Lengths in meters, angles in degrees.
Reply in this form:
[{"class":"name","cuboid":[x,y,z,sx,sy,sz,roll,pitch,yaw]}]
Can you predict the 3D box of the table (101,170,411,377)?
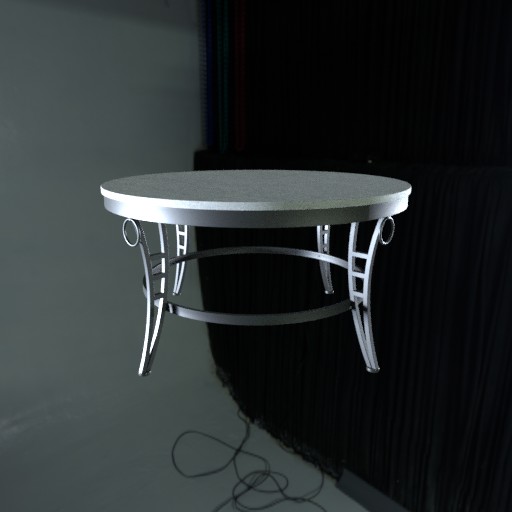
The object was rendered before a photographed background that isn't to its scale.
[{"class":"table","cuboid":[0.000,0.000,1.401,0.889,0.470,0.889,0,15,0]}]
